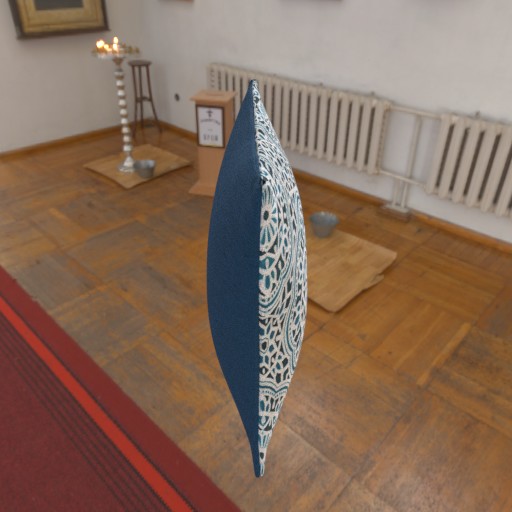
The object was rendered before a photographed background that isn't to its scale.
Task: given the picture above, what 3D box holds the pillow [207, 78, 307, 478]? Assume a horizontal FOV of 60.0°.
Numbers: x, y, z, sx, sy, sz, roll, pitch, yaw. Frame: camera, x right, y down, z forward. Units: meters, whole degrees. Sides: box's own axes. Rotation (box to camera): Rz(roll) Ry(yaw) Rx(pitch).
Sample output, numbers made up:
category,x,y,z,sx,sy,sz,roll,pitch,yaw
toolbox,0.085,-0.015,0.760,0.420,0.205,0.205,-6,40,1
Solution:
category,x,y,z,sx,sy,sz,roll,pitch,yaw
pillow,0.000,0.000,0.657,0.145,0.420,0.440,-1,32,-1
